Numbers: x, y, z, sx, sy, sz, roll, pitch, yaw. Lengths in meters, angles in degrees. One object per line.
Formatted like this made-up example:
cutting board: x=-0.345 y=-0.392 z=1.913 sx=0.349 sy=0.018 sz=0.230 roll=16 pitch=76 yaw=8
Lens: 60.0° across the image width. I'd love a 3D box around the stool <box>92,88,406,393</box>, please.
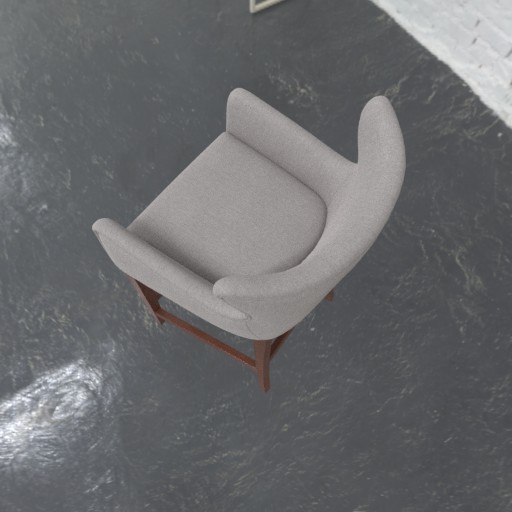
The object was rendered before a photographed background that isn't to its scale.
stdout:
stool: x=0.000 y=0.000 z=1.296 sx=0.575 sy=0.951 sz=0.575 roll=33 pitch=68 yaw=15
